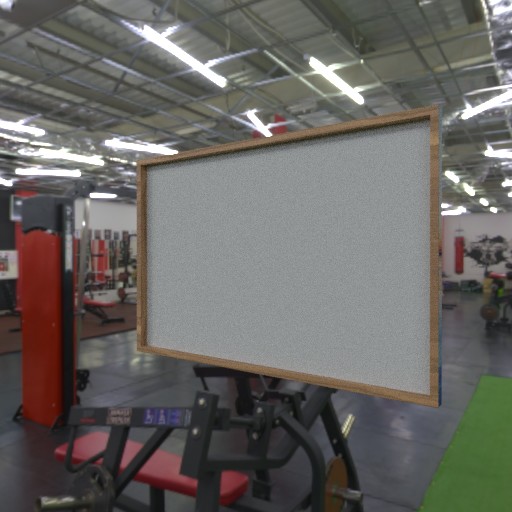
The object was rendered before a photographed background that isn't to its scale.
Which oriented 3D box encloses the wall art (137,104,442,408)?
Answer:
[{"bbox_3d":[0.000,0.000,1.444,1.137,0.756,0.034,0,0,35],"label":"wall art"}]
